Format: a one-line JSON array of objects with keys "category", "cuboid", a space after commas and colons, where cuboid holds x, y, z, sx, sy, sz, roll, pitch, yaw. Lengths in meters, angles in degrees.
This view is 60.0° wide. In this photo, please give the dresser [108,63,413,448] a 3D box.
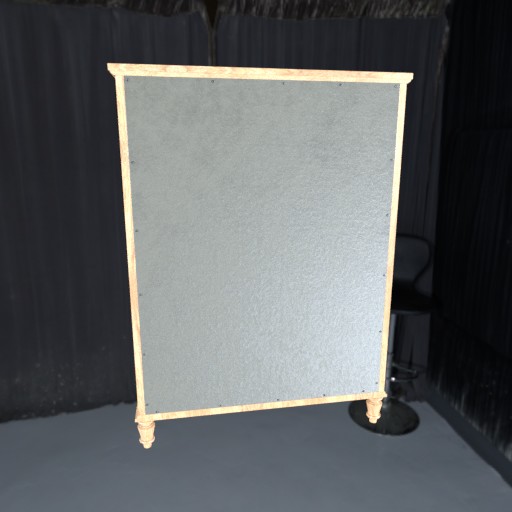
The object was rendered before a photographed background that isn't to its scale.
[{"category": "dresser", "cuboid": [0.000, 0.000, 1.769, 0.973, 1.318, 0.484, -2, 14, -10]}]
